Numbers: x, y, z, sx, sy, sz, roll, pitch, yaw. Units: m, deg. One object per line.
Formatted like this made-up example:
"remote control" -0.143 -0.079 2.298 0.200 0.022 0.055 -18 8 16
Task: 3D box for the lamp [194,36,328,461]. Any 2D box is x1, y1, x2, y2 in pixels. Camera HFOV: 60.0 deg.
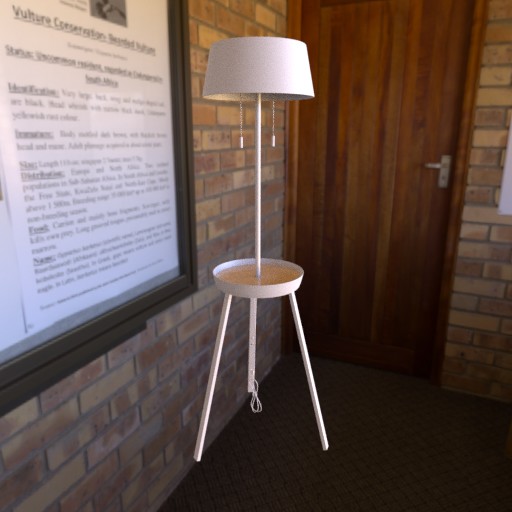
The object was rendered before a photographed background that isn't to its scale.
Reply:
"lamp" 0.000 0.000 1.645 0.508 1.429 0.468 -2 16 -7
